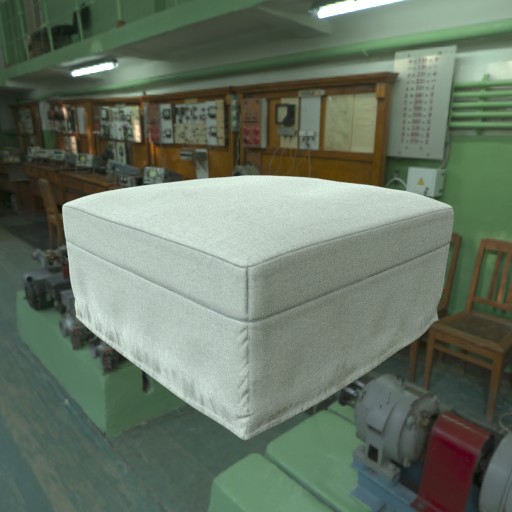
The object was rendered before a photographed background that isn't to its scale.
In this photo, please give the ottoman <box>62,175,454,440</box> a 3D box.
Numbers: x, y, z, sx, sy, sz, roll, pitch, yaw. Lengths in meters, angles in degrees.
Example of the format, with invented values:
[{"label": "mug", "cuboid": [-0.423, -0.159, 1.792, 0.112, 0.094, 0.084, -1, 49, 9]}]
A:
[{"label": "ottoman", "cuboid": [0.000, 0.000, 1.335, 0.840, 0.436, 0.843, -15, 22, -41]}]
